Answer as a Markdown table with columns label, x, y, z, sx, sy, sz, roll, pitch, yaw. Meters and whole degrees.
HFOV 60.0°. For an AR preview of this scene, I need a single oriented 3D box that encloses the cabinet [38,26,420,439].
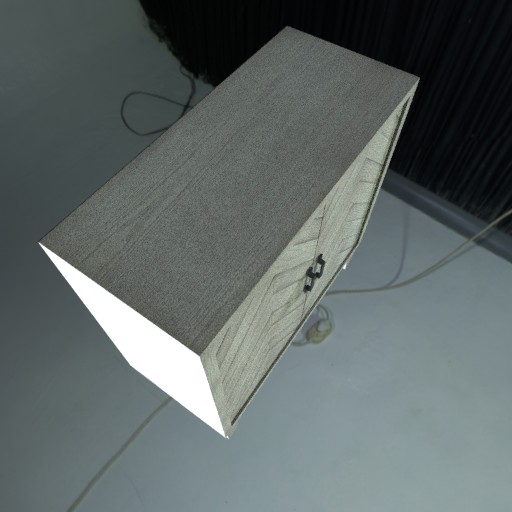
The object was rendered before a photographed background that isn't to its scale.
| label | x | y | z | sx | sy | sz | roll | pitch | yaw |
| --- | --- | --- | --- | --- | --- | --- | --- | --- | --- |
| cabinet | 0.000 | 0.000 | 1.202 | 0.370 | 0.787 | 0.781 | 31 | 63 | 18 |
